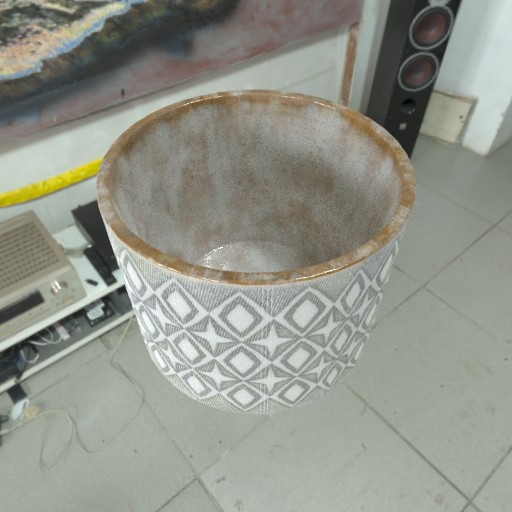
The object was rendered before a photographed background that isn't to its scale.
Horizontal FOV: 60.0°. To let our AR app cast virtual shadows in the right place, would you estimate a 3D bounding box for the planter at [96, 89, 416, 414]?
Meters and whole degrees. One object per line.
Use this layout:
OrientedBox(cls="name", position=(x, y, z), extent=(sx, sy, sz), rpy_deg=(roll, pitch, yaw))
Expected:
OrientedBox(cls="planter", position=(0.000, 0.000, 0.443), extent=(0.255, 0.223, 0.255), rpy_deg=(0, 47, 0))
